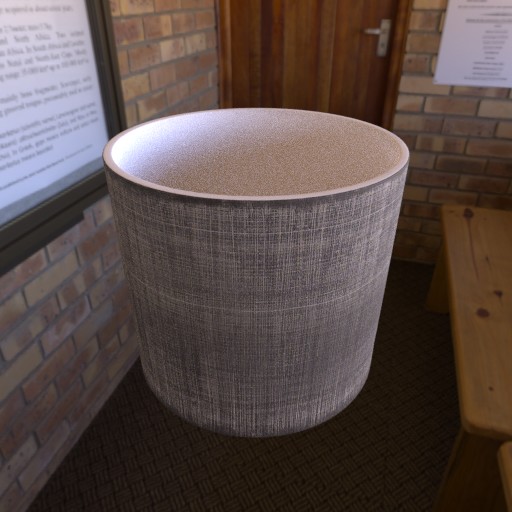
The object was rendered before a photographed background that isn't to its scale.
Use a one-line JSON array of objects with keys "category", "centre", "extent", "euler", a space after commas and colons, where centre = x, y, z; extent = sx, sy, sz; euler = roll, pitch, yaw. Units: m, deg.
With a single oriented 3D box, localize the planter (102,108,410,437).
[{"category": "planter", "centre": [0.000, 0.000, 0.383], "extent": [0.221, 0.201, 0.221], "euler": [0, 31, 0]}]
